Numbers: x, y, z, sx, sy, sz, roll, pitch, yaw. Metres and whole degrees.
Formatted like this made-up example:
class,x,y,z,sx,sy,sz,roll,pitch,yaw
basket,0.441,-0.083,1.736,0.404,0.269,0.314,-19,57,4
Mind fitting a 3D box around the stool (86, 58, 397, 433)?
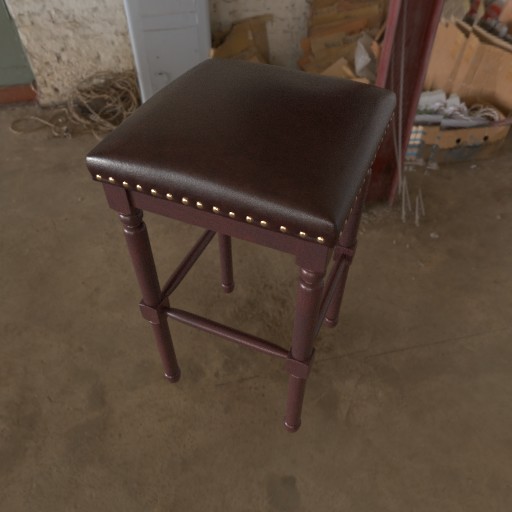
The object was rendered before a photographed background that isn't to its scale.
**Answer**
class,x,y,z,sx,sy,sz,roll,pitch,yaw
stool,0.000,0.000,0.919,0.382,0.702,0.383,17,48,16
